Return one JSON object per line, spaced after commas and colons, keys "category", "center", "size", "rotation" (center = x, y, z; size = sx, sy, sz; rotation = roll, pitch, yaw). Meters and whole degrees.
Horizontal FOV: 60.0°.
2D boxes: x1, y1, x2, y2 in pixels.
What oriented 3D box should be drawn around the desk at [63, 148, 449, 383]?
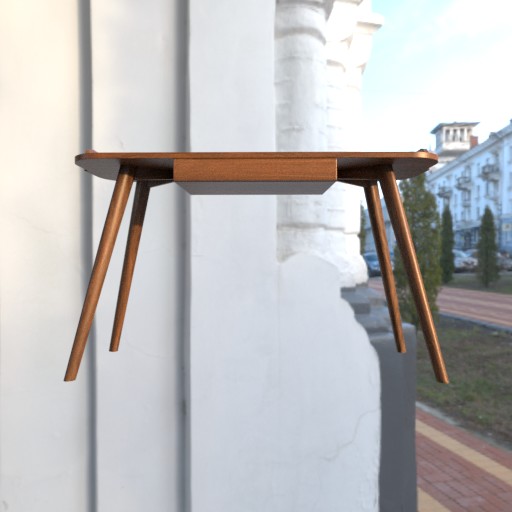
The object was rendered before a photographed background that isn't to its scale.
{"category": "desk", "center": [0.000, 0.000, 1.642], "size": [1.256, 0.800, 0.486], "rotation": [0, 1, 1]}
